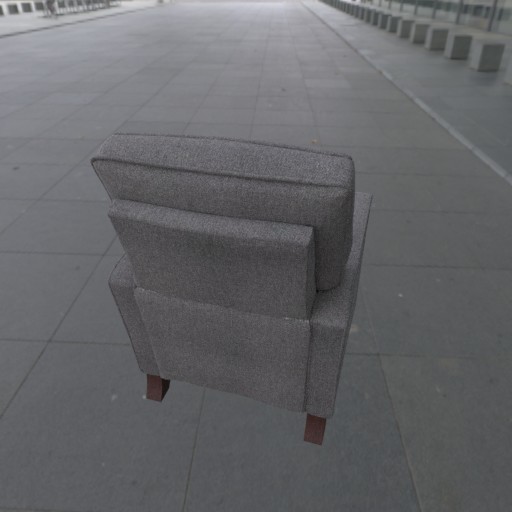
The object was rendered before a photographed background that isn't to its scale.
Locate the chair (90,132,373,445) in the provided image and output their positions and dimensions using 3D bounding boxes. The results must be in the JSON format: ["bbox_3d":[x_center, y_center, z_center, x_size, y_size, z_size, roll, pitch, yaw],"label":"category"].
[{"bbox_3d":[0.000,0.000,1.402,0.650,0.889,0.775,9,33,15],"label":"chair"}]
